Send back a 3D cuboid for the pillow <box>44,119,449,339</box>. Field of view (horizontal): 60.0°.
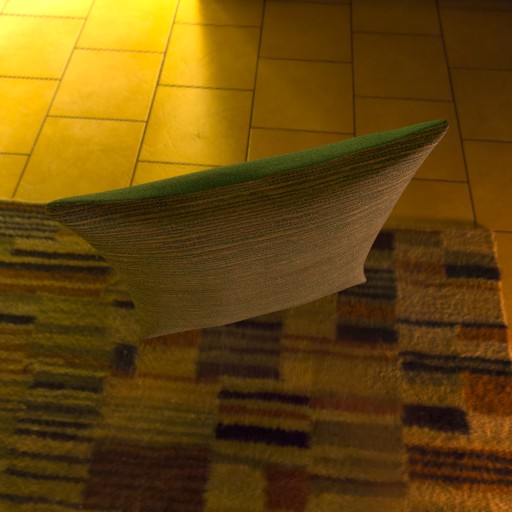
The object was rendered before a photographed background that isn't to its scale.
[{"bbox_3d":[0.000,0.000,0.753,0.514,0.497,0.150,-14,63,-7],"label":"pillow"}]
